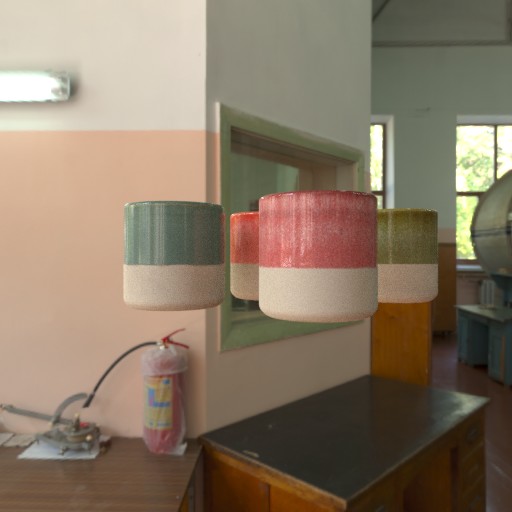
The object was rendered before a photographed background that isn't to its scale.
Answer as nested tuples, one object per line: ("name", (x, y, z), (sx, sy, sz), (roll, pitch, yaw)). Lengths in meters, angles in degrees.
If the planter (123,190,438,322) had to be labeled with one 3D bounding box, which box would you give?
("planter", (0.000, 0.000, 0.403), (0.286, 0.075, 0.257), (0, 0, 36))
